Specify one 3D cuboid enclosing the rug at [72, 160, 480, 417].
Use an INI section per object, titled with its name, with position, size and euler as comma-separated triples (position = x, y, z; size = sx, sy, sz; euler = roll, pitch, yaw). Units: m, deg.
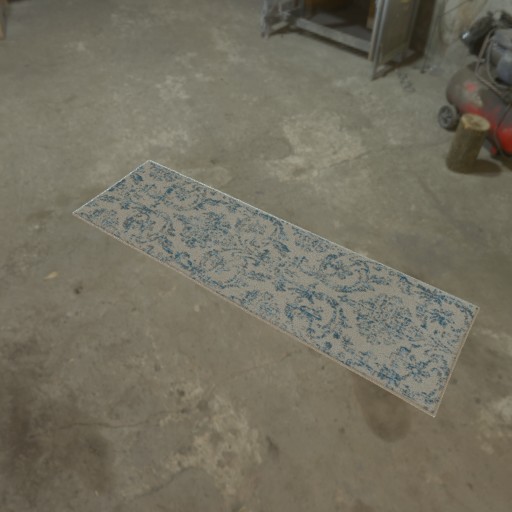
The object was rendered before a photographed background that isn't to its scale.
[rug]
position = 0.000, 0.000, 2.398
size = 2.196, 0.011, 0.662
euler = 26, 53, 22
